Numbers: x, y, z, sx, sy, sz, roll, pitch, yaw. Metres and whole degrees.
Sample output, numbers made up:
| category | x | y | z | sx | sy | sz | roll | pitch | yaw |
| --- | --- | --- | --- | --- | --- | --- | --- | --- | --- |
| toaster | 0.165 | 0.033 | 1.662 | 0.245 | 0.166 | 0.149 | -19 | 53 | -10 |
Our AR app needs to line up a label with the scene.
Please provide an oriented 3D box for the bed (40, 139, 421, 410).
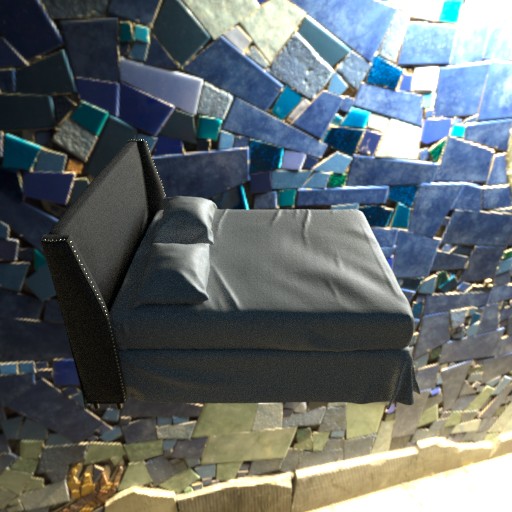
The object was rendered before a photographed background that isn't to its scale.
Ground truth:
| category | x | y | z | sx | sy | sz | roll | pitch | yaw |
| --- | --- | --- | --- | --- | --- | --- | --- | --- | --- |
| bed | 0.000 | 0.000 | 3.441 | 2.276 | 1.332 | 1.925 | 0 | 30 | 0 |
